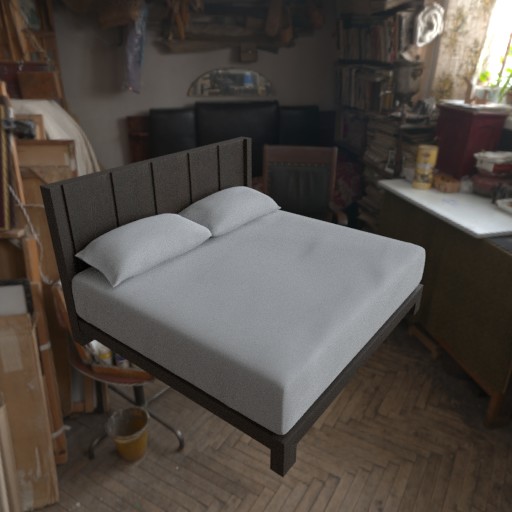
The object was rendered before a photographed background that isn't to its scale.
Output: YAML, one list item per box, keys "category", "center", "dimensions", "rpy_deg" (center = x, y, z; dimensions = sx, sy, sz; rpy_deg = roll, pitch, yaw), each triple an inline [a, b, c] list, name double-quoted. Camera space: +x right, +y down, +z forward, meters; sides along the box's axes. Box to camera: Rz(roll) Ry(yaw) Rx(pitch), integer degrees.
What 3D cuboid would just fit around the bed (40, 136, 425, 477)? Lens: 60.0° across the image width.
- category: "bed"
  center: [0.000, 0.000, 3.448]
  dimensions: [2.012, 1.270, 2.134]
  rpy_deg: [19, 31, 33]
